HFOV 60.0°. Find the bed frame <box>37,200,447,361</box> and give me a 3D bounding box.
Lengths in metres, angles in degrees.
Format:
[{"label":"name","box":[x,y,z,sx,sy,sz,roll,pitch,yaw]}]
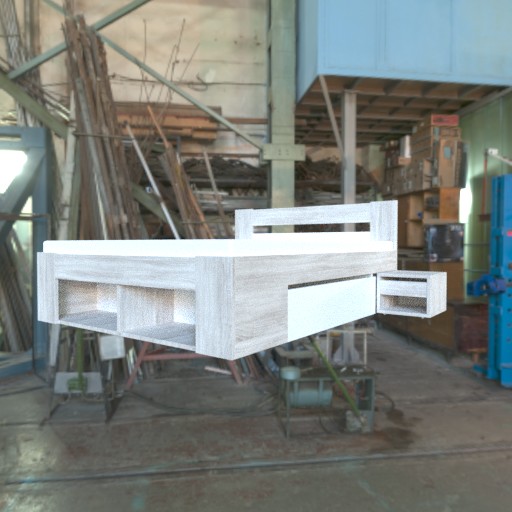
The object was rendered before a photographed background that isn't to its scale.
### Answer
[{"label":"bed frame","box":[0.000,0.000,3.103,2.040,0.860,2.050,1,2,37]}]
